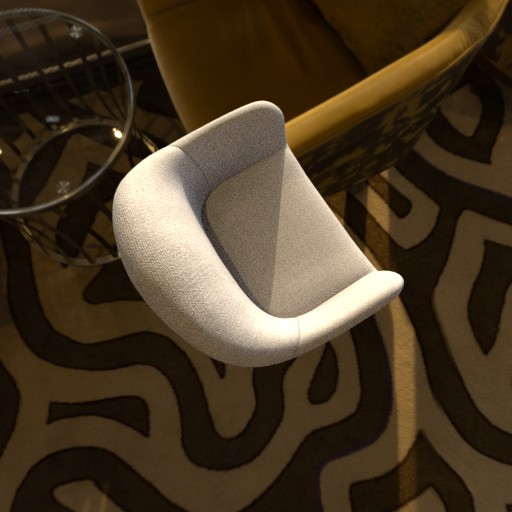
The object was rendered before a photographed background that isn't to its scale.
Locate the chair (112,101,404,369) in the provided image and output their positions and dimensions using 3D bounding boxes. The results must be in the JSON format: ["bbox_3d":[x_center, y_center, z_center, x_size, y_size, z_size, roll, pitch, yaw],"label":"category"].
[{"bbox_3d":[0.000,0.000,1.222,0.550,0.795,0.590,-31,77,-8],"label":"chair"}]
